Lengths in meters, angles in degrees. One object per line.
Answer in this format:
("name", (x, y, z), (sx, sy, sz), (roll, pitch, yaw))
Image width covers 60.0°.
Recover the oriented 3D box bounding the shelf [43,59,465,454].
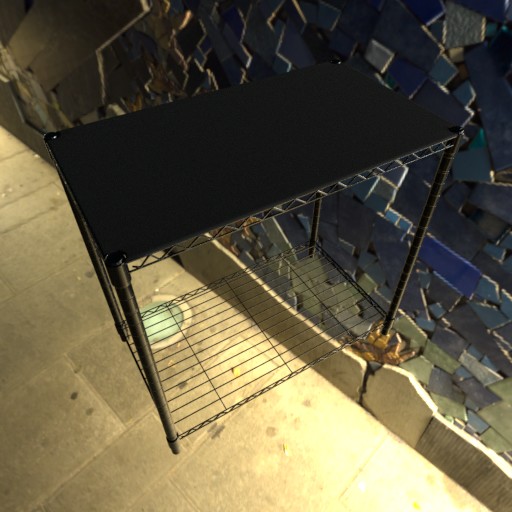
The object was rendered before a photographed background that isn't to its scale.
("shelf", (0.000, 0.000, 0.903), (0.589, 0.564, 0.338), (-23, 50, -21))
